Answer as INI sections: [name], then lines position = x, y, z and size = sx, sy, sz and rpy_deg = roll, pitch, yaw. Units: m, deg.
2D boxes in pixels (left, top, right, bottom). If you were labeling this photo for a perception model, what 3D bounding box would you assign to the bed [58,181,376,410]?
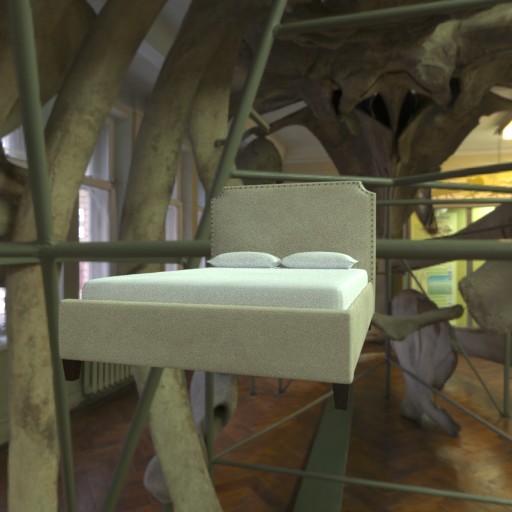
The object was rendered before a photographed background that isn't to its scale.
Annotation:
[bed]
position = 0.000, 0.000, 3.447
size = 1.712, 1.443, 2.372
rpy_deg = 0, 1, 17
